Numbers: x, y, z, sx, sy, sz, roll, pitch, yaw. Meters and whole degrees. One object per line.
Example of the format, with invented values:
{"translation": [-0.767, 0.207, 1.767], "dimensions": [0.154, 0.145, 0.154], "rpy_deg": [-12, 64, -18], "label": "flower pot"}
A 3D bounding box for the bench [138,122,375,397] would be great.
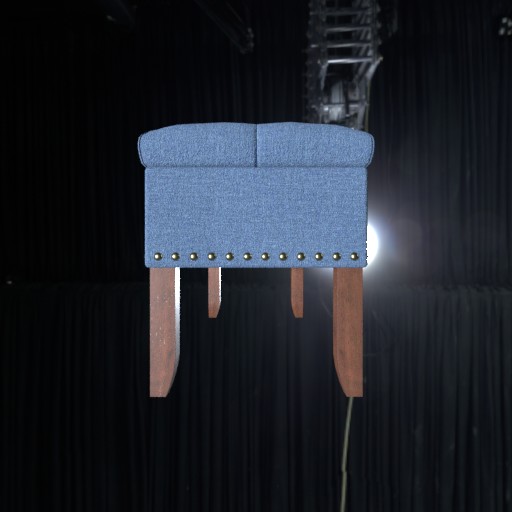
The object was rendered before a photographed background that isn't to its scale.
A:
{"translation": [0.000, 0.000, 1.283], "dimensions": [0.417, 0.492, 1.052], "rpy_deg": [0, 0, 0], "label": "bench"}
